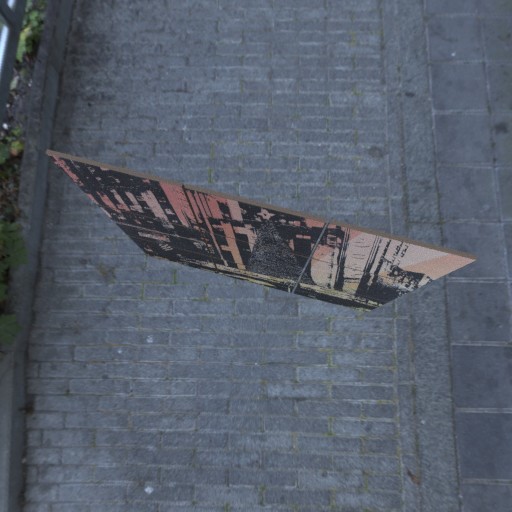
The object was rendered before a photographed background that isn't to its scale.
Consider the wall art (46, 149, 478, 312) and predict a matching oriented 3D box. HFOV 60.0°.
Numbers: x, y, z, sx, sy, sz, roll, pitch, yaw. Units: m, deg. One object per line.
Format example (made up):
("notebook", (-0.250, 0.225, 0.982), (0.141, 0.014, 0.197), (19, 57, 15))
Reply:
("wall art", (0.000, 0.000, 1.798), (1.216, 1.216, 0.013), (14, 77, 3))
